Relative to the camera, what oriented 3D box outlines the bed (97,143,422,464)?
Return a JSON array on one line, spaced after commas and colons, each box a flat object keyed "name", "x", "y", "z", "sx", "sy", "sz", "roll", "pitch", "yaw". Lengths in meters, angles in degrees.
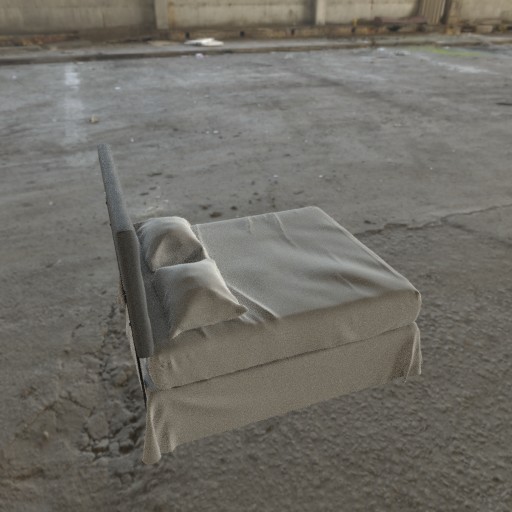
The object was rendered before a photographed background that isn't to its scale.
[{"name": "bed", "x": 0.000, "y": 0.000, "z": 3.509, "sx": 2.222, "sy": 1.577, "sz": 1.936, "roll": -11, "pitch": 32, "yaw": -17}]
